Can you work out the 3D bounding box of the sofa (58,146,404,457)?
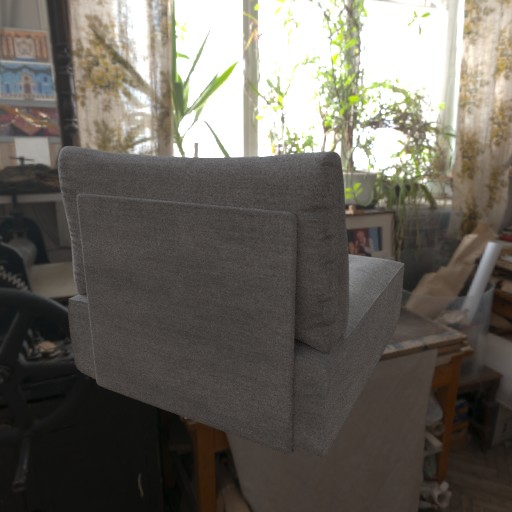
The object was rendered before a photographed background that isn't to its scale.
[{"bbox_3d":[0.000,0.000,1.681,0.930,0.820,1.000,8,17,27],"label":"sofa"}]
